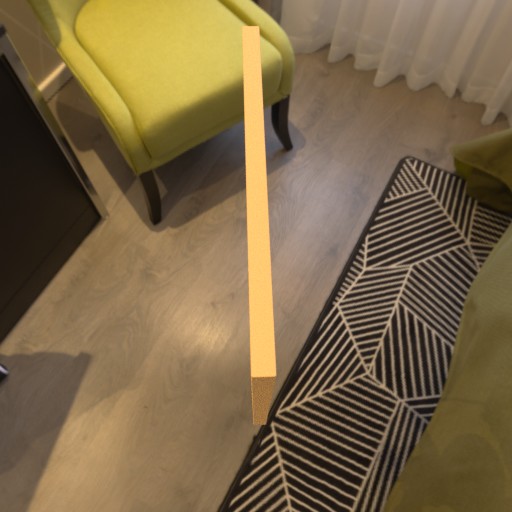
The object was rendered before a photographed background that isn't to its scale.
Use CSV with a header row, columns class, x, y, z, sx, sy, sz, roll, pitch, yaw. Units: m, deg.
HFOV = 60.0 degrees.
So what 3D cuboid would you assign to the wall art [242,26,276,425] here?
class,x,y,z,sx,sy,sz,roll,pitch,yaw
wall art,0.000,0.000,1.157,0.037,0.761,0.761,-2,64,-1
